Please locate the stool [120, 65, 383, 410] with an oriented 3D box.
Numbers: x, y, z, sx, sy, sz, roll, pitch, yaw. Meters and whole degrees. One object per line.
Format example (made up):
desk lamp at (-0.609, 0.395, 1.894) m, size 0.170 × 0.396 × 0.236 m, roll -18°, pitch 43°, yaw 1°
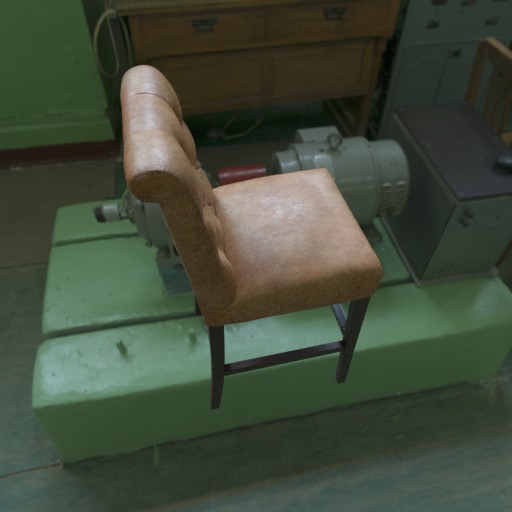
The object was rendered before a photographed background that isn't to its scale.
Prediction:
stool at (0.000, 0.000, 1.367) m, size 0.601 × 1.047 × 0.493 m, roll -10°, pitch 48°, yaw -9°
